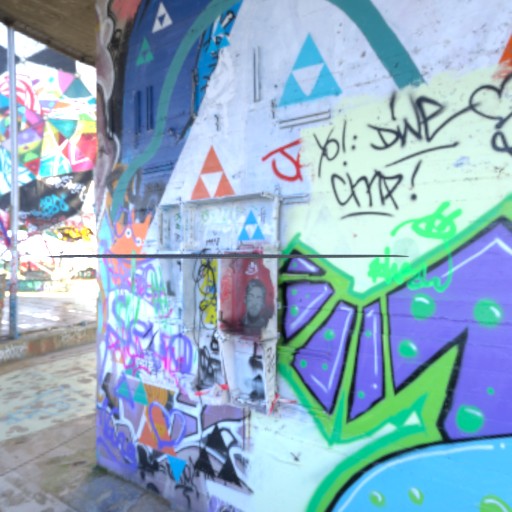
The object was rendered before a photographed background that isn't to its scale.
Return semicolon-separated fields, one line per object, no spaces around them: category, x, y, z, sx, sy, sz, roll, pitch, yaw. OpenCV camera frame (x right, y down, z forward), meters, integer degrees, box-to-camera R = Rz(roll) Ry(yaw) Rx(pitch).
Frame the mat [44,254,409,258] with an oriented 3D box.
mat;0.000;0.000;1.935;0.918;0.013;1.524;0;0;37
